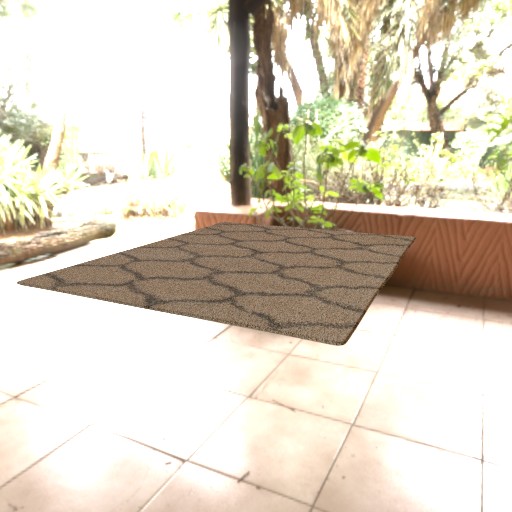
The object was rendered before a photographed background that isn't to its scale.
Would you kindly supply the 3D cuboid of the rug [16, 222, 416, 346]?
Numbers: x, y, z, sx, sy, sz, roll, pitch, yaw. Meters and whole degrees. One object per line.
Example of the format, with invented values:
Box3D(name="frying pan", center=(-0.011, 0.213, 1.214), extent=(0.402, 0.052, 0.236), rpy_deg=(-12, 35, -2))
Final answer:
Box3D(name="rug", center=(0.000, 0.000, 3.974), extent=(2.399, 0.026, 3.000), rpy_deg=(6, 15, 25))
